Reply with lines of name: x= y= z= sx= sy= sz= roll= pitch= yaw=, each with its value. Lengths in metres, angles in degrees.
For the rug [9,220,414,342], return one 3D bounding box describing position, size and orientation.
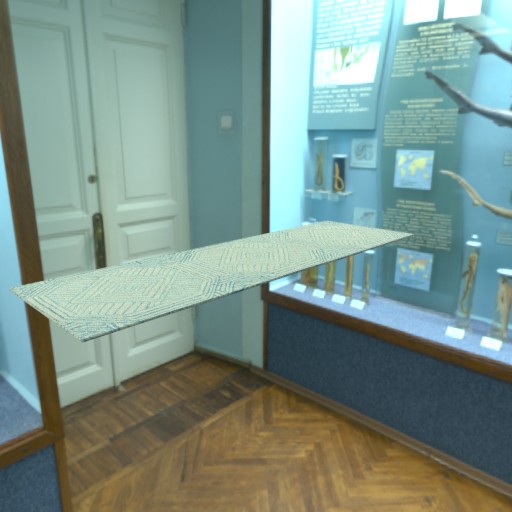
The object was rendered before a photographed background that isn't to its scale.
rug: x=0.000 y=0.000 z=2.616 sx=2.452 sy=0.012 sz=0.775 roll=-14 pitch=21 yaw=-43
